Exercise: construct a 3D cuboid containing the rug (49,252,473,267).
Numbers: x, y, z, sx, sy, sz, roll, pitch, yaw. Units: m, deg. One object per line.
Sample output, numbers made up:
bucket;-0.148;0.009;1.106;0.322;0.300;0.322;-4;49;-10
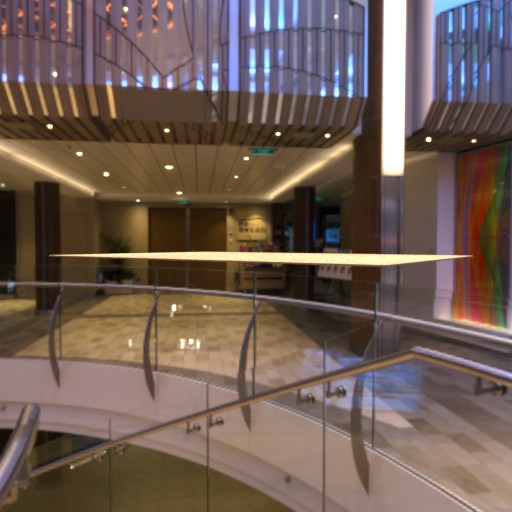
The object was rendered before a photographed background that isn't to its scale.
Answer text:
rug;0.000;0.000;2.297;1.827;0.006;1.221;1;2;37
